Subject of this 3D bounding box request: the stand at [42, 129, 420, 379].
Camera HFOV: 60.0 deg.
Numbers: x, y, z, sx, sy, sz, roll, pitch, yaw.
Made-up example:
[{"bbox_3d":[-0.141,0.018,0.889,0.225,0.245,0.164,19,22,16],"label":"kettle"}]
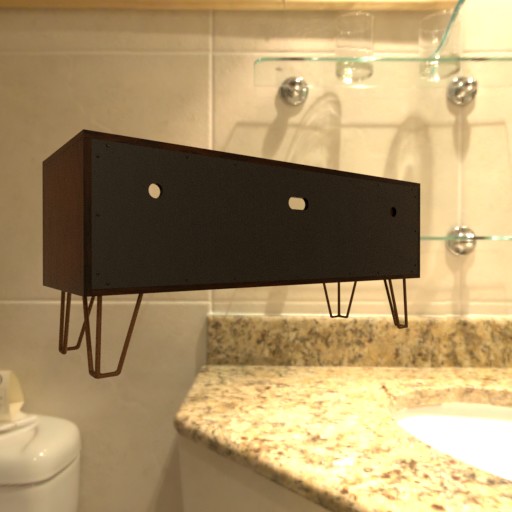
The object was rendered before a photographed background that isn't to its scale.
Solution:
[{"bbox_3d":[0.000,0.000,1.654,1.372,0.610,0.481,0,0,-36],"label":"stand"}]
